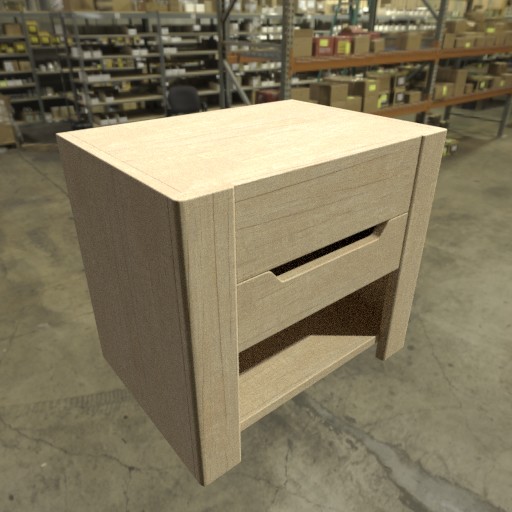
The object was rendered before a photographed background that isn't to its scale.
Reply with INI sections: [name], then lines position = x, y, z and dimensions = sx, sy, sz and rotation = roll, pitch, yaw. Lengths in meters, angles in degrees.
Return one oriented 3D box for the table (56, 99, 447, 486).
[table]
position = 0.000, 0.000, 0.917
dimensions = 0.570, 0.510, 0.420
rotation = -21, 35, -34
